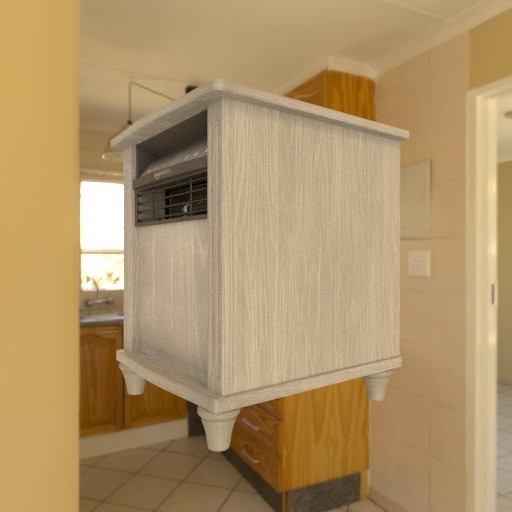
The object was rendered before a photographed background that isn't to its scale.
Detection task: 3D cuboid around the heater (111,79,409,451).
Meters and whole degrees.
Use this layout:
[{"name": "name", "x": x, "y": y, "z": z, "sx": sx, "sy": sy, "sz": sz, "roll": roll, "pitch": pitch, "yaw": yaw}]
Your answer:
[{"name": "heater", "x": 0.000, "y": 0.000, "z": 0.766, "sx": 0.400, "sy": 0.481, "sz": 0.362, "roll": 0, "pitch": 0, "yaw": -37}]
